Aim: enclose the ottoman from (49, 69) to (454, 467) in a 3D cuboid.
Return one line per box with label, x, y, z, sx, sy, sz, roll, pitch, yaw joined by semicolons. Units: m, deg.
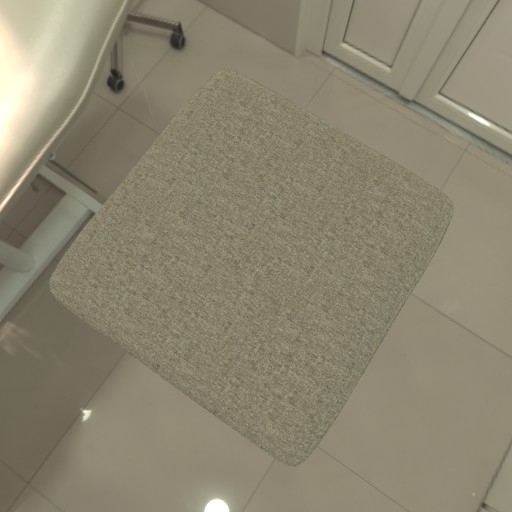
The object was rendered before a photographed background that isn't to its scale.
ottoman;0.000;0.000;1.628;1.035;0.526;1.039;33;78;8
